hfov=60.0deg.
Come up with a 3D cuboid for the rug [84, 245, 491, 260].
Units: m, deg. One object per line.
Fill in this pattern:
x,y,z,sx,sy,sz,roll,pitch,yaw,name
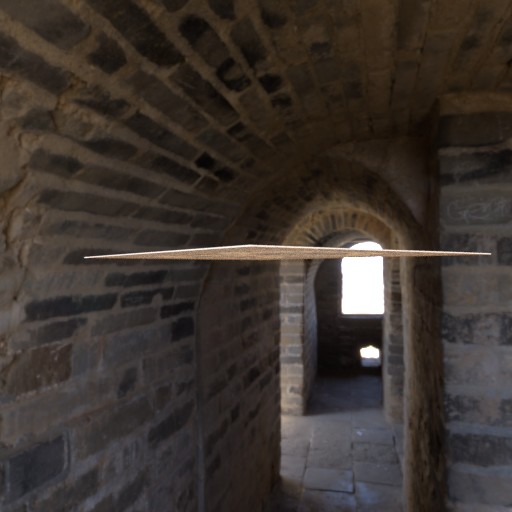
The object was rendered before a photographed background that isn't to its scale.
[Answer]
0.000,0.000,2.894,1.611,0.008,2.227,1,-2,-35,rug
